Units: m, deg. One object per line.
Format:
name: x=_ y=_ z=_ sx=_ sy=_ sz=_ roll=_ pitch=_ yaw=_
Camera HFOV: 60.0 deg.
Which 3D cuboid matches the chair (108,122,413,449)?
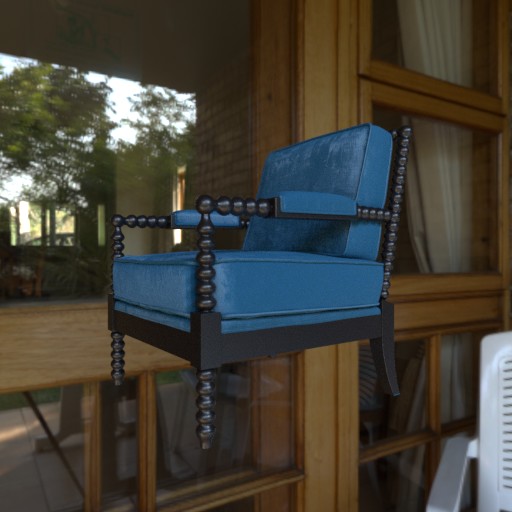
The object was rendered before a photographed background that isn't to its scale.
chair: x=0.000 y=0.000 z=1.447 sx=0.805 sy=0.857 sz=0.688 roll=0 pitch=0 yaw=-36
